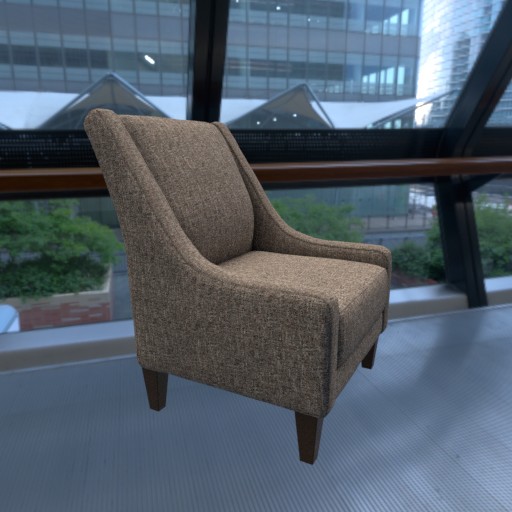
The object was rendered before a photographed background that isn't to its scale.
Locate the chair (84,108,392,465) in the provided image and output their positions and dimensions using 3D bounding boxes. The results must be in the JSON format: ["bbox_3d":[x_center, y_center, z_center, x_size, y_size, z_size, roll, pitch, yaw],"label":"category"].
[{"bbox_3d":[0.000,0.000,1.637,0.870,1.014,0.774,7,15,28],"label":"chair"}]
